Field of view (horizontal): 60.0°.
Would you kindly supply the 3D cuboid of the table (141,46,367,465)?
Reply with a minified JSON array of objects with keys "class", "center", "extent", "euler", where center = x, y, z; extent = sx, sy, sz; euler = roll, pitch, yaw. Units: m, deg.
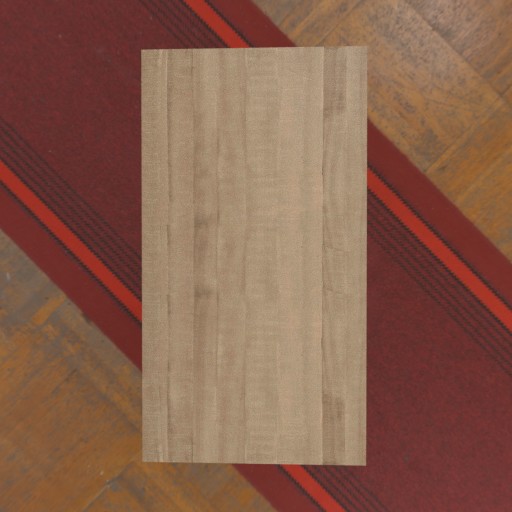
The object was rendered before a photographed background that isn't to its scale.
[{"class":"table","center":[0.000,0.000,1.327],"extent":[0.574,0.393,1.062],"euler":[0,91,2]}]
